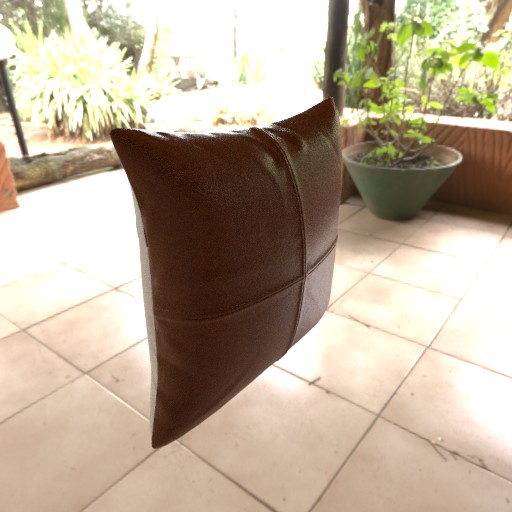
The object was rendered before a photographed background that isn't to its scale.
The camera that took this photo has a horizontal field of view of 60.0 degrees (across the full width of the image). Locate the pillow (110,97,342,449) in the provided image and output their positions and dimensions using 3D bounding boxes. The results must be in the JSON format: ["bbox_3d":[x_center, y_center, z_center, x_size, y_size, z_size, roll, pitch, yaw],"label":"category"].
[{"bbox_3d":[0.000,0.000,0.751,0.192,0.477,0.501,17,30,33],"label":"pillow"}]
